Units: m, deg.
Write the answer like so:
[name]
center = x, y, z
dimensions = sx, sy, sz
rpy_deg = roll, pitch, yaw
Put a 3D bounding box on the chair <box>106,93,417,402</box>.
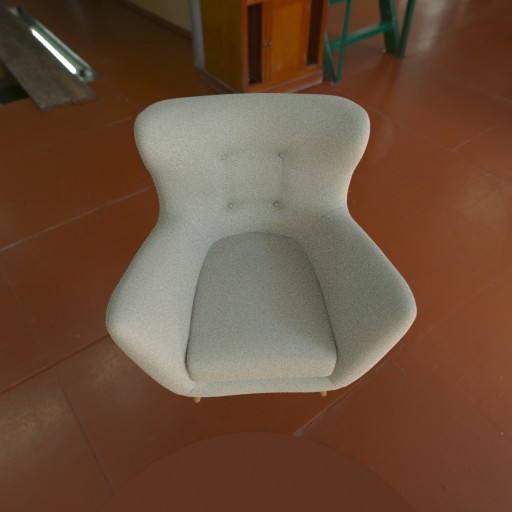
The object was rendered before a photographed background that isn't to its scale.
[chair]
center = 0.000, 0.000, 1.627
dimensions = 0.890, 0.889, 0.889
rpy_deg = -2, 47, -2
